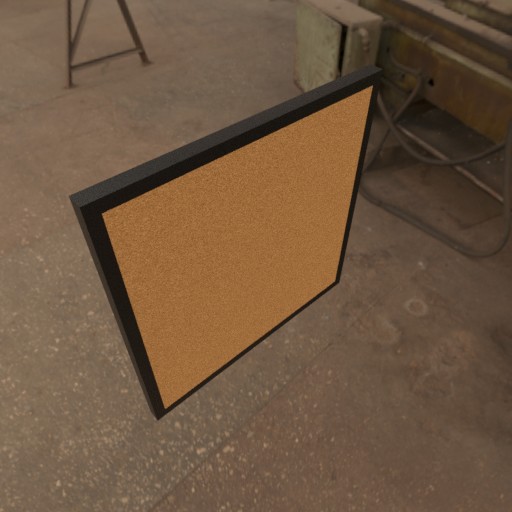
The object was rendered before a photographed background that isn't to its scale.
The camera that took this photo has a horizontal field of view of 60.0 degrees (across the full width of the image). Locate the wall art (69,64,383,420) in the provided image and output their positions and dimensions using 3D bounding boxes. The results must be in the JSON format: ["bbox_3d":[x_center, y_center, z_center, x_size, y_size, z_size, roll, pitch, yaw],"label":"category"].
[{"bbox_3d":[0.000,0.000,1.143,0.762,0.762,0.038,-32,54,-28],"label":"wall art"}]
